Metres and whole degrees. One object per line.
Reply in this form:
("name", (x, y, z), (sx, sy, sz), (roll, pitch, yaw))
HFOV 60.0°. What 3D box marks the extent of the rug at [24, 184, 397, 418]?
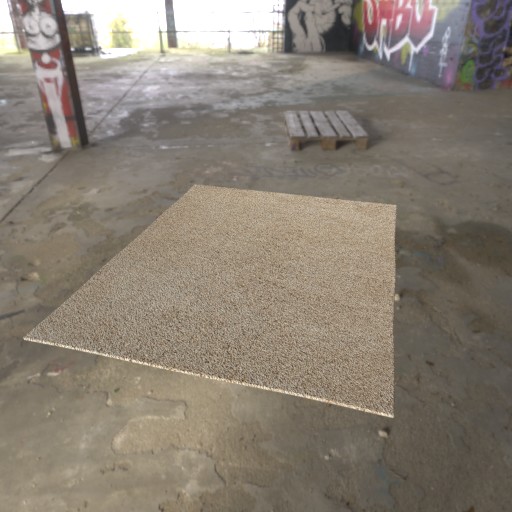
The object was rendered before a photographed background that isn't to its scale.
("rug", (0.000, 0.000, 3.948), (2.400, 0.025, 3.000), (8, 31, 14))
